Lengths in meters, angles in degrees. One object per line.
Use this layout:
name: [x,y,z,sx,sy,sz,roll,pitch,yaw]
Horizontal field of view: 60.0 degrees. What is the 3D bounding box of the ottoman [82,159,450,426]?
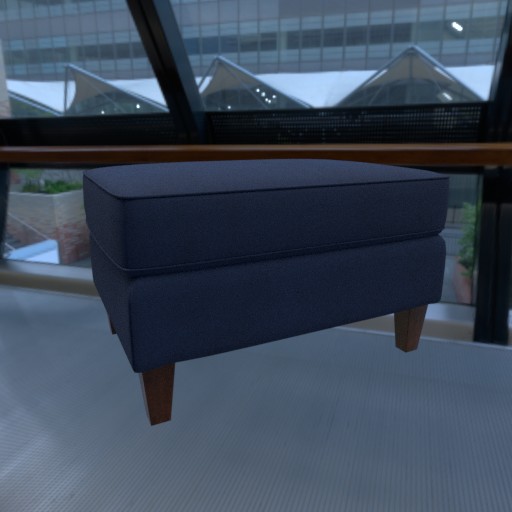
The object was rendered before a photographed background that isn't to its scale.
ottoman: [0.000,0.000,1.417,0.965,0.584,0.686,-8,18,-25]
